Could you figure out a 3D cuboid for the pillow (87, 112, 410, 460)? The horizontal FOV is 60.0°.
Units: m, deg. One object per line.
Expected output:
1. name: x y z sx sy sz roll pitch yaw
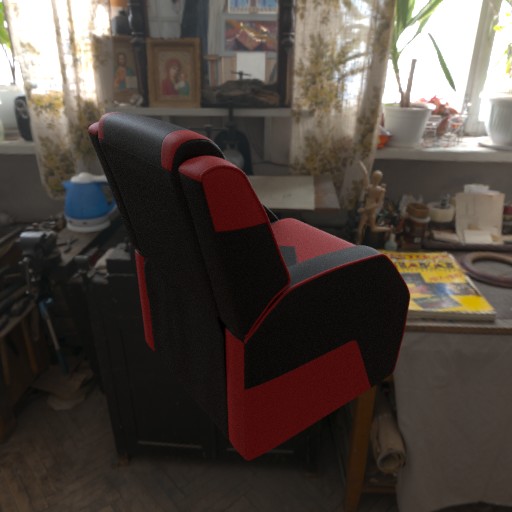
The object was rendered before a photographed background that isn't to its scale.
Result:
1. pillow: 0.000 0.000 1.271 0.672 0.805 0.620 -17 30 -32
